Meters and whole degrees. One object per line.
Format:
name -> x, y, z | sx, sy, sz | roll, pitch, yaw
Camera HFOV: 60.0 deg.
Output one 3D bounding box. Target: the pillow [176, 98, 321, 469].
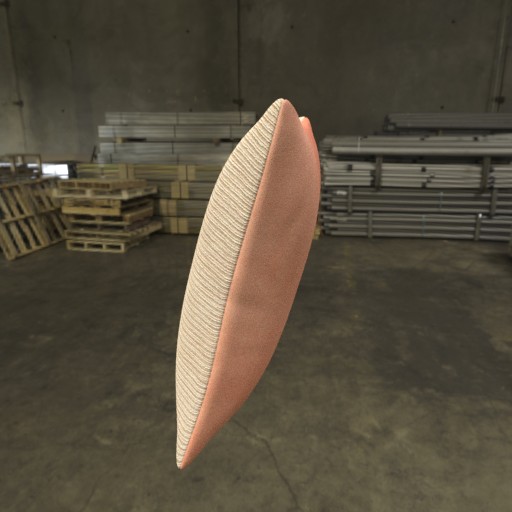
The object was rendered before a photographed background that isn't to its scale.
pillow -> 0.000, 0.000, 0.645 | 0.177, 0.401, 0.424 | 2, 15, 8
